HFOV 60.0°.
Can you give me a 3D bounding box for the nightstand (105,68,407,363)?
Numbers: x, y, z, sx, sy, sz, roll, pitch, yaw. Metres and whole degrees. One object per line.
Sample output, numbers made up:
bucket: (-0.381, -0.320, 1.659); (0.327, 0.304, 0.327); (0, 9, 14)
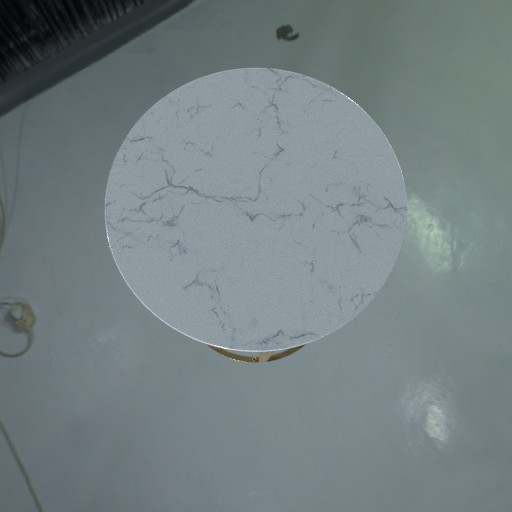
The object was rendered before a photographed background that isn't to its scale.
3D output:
nightstand: (0.000, 0.000, 0.882); (0.400, 0.610, 0.400); (-39, 78, -9)
